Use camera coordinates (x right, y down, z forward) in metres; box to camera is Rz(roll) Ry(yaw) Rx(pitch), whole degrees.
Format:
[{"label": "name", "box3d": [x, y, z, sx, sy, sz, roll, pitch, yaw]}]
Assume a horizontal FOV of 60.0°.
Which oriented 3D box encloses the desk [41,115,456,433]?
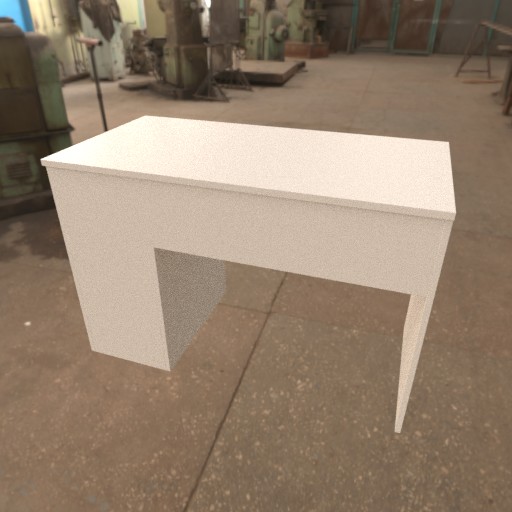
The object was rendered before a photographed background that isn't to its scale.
[{"label": "desk", "box3d": [0.000, 0.000, 1.513, 1.097, 0.735, 0.560, 10, 32, 16]}]
